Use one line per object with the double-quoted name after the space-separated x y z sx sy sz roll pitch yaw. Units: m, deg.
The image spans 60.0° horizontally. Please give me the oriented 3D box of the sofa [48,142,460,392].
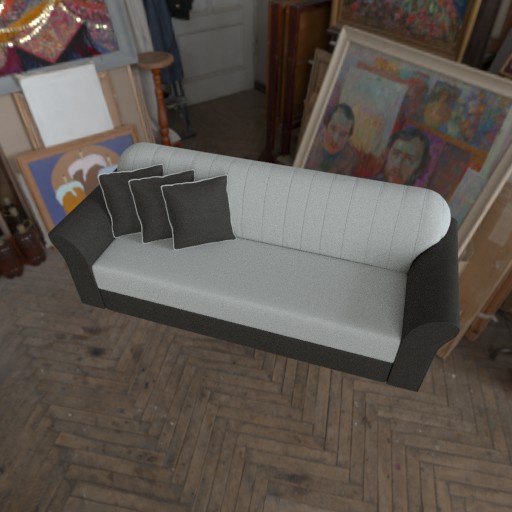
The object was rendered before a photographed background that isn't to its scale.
0.000 0.000 2.434 2.001 0.787 0.755 12 44 13 "sofa"
